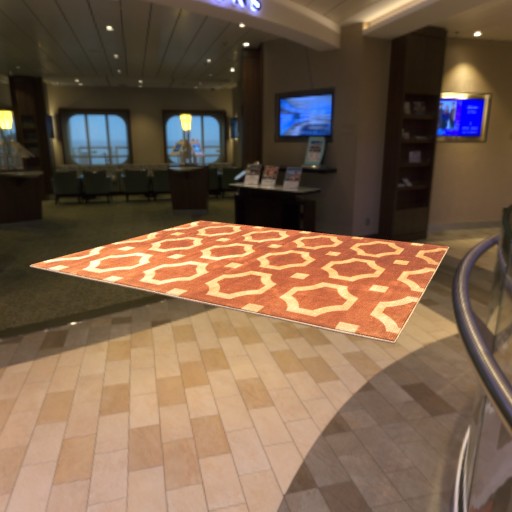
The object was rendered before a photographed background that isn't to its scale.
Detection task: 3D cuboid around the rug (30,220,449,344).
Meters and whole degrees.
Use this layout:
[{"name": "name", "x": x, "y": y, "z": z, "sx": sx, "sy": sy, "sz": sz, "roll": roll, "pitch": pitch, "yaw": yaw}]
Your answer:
[{"name": "rug", "x": 0.000, "y": 0.000, "z": 4.098, "sx": 3.049, "sy": 0.021, "sz": 2.466, "roll": 8, "pitch": 17, "yaw": 28}]
